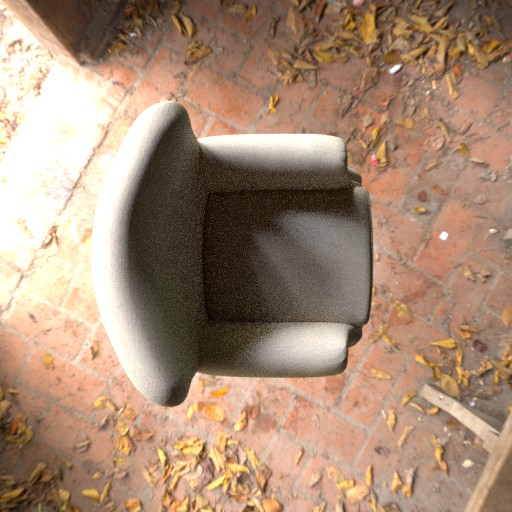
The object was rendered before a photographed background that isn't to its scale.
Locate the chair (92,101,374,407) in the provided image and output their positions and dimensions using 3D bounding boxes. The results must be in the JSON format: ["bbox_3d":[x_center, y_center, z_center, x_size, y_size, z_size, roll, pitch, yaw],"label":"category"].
[{"bbox_3d":[0.000,0.000,1.661,0.921,0.936,0.861,0,89,-1],"label":"chair"}]
